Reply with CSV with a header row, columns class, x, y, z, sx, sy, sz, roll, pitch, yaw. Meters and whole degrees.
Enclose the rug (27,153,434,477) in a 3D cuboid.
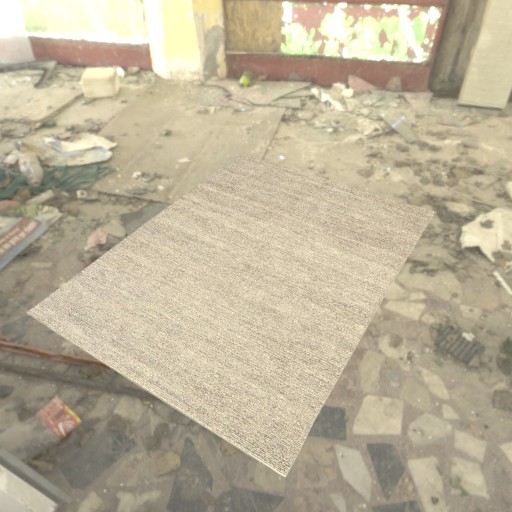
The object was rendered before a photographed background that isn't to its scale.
class,x,y,z,sx,sy,sz,roll,pitch,yaw
rug,0.000,0.000,4.140,2.434,0.045,3.202,23,46,24
